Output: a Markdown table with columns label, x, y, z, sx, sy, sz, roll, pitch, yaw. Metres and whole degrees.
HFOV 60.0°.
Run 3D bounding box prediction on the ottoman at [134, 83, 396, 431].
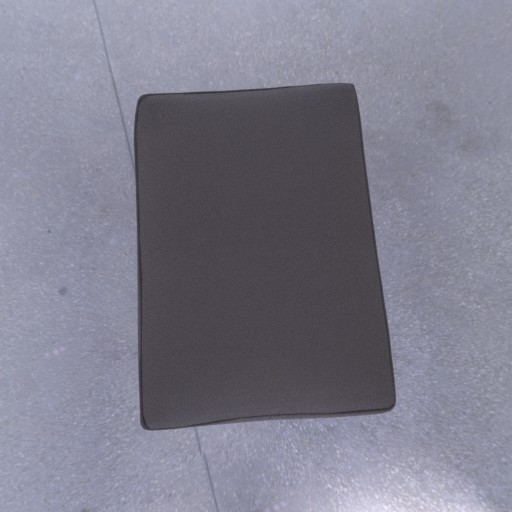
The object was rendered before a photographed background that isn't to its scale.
| label | x | y | z | sx | sy | sz | roll | pitch | yaw |
| --- | --- | --- | --- | --- | --- | --- | --- | --- | --- |
| ottoman | 0.000 | 0.000 | 1.005 | 0.508 | 0.406 | 0.686 | -4 | 78 | -1 |
